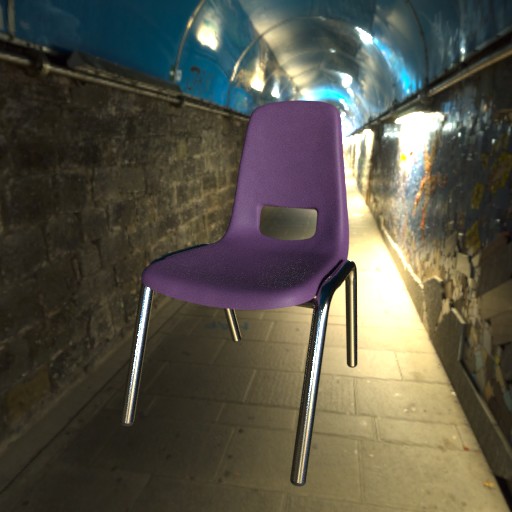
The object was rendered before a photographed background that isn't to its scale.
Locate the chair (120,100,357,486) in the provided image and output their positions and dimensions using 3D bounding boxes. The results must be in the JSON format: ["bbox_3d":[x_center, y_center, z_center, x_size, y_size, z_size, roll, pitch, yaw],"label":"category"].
[{"bbox_3d":[0.000,0.000,0.839,0.356,0.584,0.419,7,16,25],"label":"chair"}]
